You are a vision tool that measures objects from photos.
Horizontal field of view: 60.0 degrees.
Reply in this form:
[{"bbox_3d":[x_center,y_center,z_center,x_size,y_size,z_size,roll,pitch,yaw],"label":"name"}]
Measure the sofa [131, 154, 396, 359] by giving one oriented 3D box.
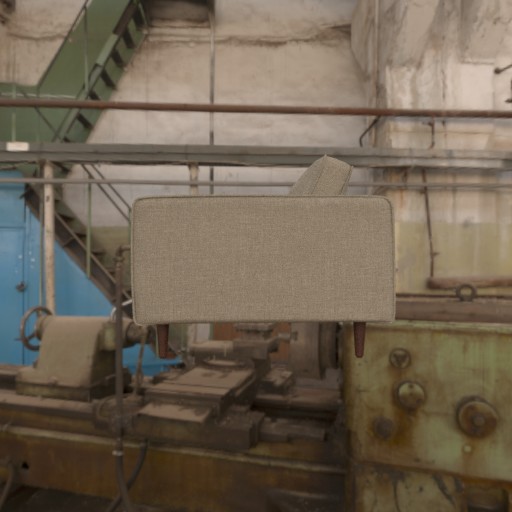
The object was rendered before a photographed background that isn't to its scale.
[{"bbox_3d":[0.000,0.000,2.581,0.914,0.762,2.211,0,0,-1],"label":"sofa"}]
